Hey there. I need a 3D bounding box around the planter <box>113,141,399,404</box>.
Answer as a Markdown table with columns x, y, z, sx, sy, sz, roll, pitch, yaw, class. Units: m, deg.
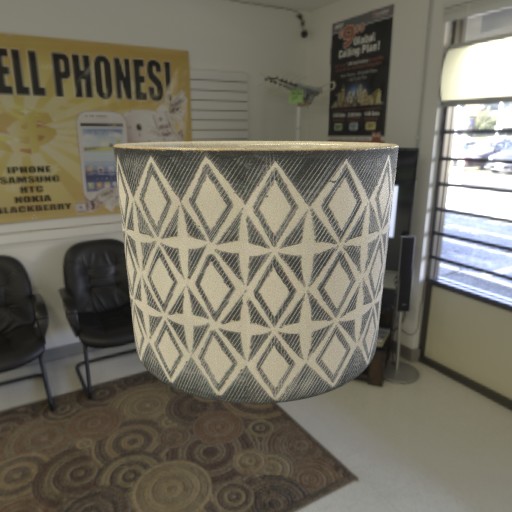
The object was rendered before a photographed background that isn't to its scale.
| x | y | z | sx | sy | sz | roll | pitch | yaw | class |
| --- | --- | --- | --- | --- | --- | --- | --- | --- | --- |
| 0.000 | 0.000 | 0.335 | 0.192 | 0.165 | 0.192 | 0 | 16 | 0 | planter |
